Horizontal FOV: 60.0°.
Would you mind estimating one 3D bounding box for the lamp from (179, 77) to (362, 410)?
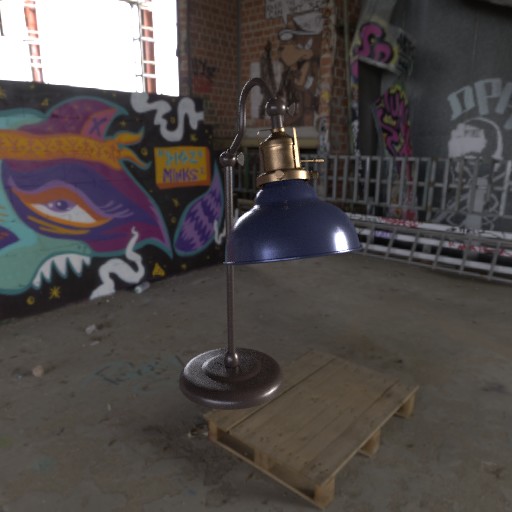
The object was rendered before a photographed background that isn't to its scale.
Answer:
[{"bbox_3d":[0.000,0.000,0.674,0.192,0.508,0.374,-8,16,-28],"label":"lamp"}]
